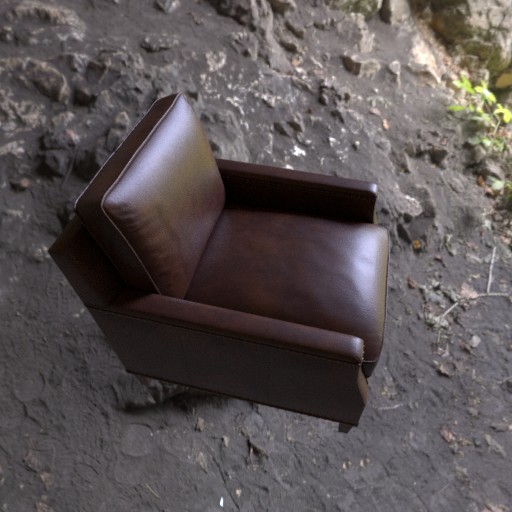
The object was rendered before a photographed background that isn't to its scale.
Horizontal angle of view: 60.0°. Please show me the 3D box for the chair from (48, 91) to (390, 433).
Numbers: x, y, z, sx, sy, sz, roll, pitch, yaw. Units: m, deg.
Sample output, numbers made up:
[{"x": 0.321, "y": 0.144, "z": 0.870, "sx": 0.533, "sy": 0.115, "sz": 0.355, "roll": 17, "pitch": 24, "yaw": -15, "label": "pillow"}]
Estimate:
[{"x": 0.000, "y": 0.000, "z": 1.687, "sx": 1.014, "sy": 0.929, "sz": 0.853, "roll": 10, "pitch": 49, "yaw": 9, "label": "chair"}]
